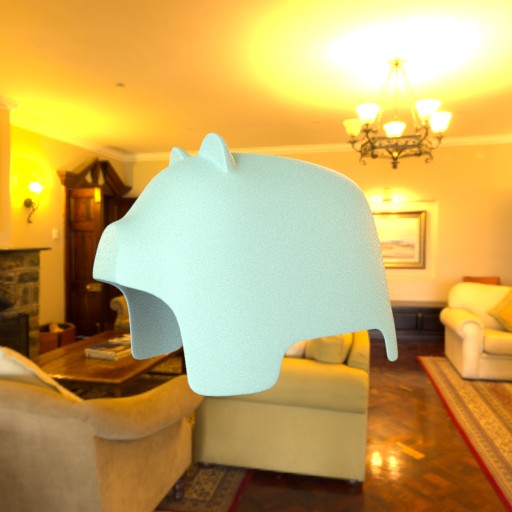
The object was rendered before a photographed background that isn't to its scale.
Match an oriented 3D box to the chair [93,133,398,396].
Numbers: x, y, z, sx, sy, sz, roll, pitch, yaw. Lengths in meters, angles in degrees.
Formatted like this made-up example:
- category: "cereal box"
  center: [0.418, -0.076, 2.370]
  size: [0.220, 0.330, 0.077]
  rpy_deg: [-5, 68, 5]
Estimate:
- category: "chair"
  center: [0.000, 0.000, 0.894]
  size: [0.619, 0.423, 0.364]
  rpy_deg: [-1, 2, -36]
